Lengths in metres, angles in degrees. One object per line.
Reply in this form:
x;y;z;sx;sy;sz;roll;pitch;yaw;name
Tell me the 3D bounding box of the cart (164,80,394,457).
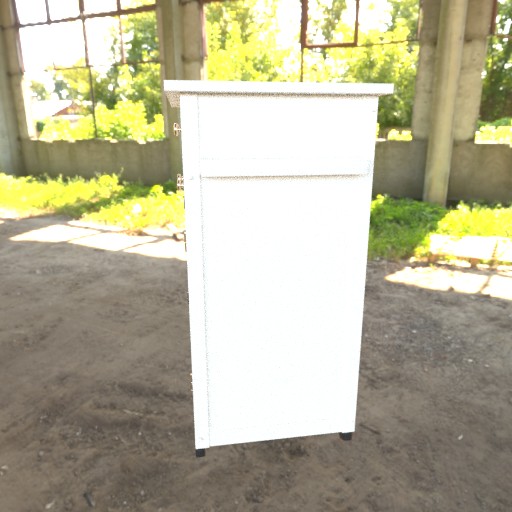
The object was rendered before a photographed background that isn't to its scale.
0.000;0.000;1.258;0.442;0.864;0.683;-3;16;-9;cart
